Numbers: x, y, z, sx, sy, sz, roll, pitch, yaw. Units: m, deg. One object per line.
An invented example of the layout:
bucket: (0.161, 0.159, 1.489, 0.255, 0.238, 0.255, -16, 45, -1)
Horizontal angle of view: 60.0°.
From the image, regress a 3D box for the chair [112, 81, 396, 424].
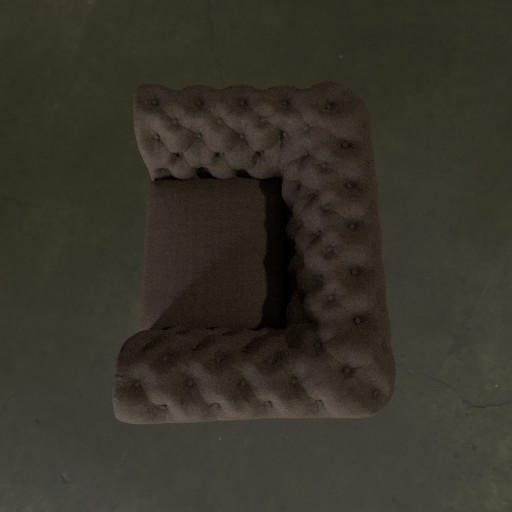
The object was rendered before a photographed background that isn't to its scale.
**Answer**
chair: (0.000, 0.000, 1.893, 0.945, 0.780, 1.298, -1, 74, 0)
